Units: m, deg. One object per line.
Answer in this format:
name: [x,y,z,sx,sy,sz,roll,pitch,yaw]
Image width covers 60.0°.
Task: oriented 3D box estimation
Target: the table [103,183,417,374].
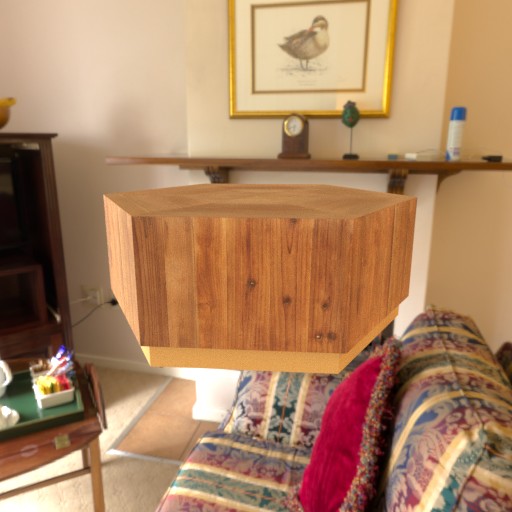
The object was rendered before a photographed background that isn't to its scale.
table: [0.000,0.000,1.681,1.000,0.456,1.154,-7,16,-25]
